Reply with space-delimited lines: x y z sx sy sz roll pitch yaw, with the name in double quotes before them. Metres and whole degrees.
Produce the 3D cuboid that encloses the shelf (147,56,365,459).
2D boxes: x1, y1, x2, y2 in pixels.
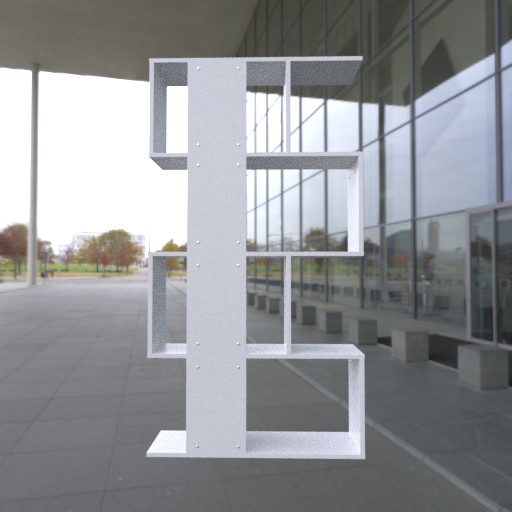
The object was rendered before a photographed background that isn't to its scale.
"shelf" 0.000 0.000 1.948 0.890 1.650 0.250 0 -2 1
